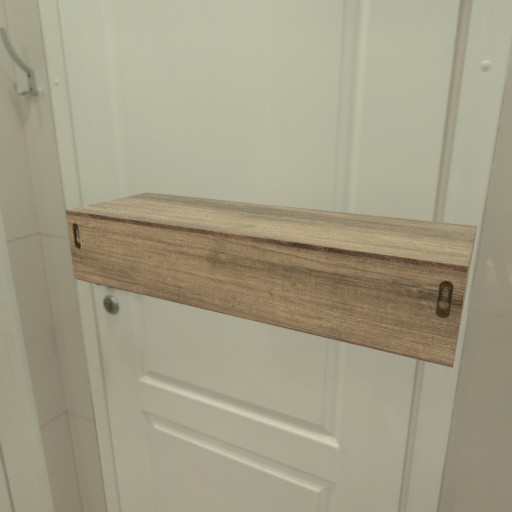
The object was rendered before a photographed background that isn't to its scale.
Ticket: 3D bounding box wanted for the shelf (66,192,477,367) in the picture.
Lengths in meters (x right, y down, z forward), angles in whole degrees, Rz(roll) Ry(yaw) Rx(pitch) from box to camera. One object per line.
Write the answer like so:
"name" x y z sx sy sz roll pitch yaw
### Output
"shelf" 0.000 0.000 0.704 0.610 0.125 0.200 9 20 26
